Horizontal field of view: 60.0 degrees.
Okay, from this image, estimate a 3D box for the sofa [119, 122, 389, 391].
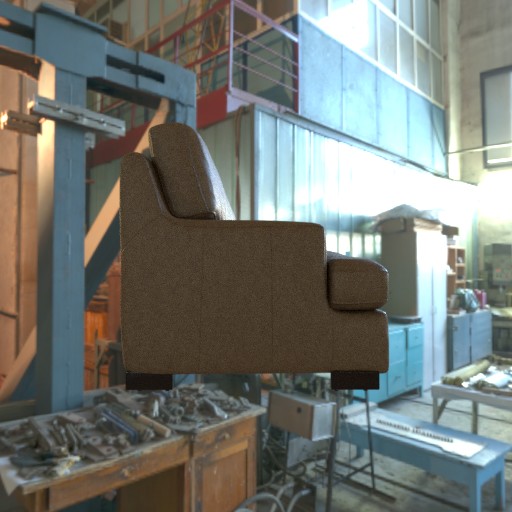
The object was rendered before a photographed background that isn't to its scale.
[{"bbox_3d":[0.000,0.000,2.433,0.962,0.980,1.855,0,-2,0],"label":"sofa"}]
